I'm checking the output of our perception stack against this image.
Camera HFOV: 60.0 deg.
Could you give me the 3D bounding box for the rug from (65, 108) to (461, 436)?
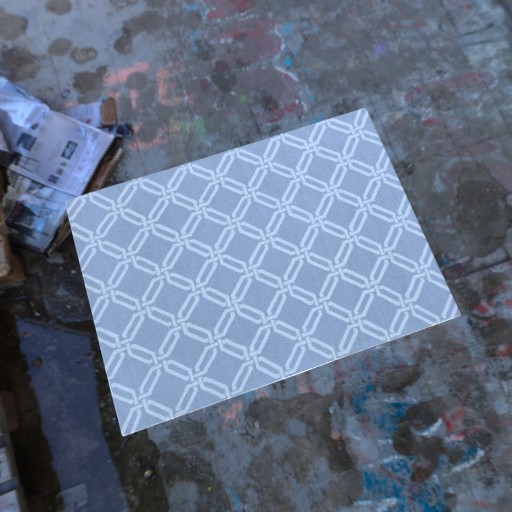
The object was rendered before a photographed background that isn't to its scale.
[{"bbox_3d":[0.000,0.000,2.799,2.133,0.013,1.522,-18,76,-5],"label":"rug"}]
